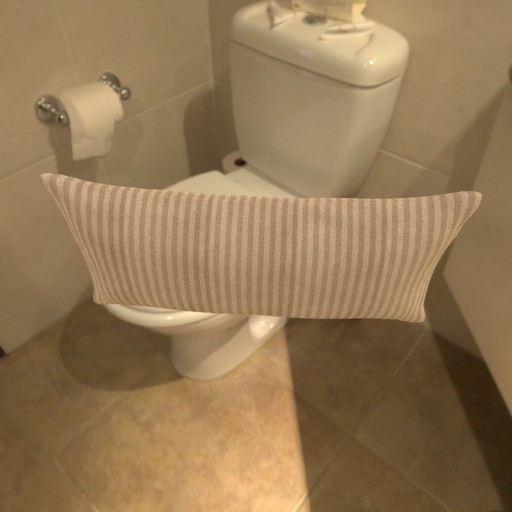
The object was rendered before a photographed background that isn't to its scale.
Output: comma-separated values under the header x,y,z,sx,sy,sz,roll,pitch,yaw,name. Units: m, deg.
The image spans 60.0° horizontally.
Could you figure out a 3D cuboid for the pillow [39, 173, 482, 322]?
x,y,z,sx,sy,sz,roll,pitch,yaw,name
0.000,0.000,0.719,0.617,0.295,0.151,3,47,3,pillow
